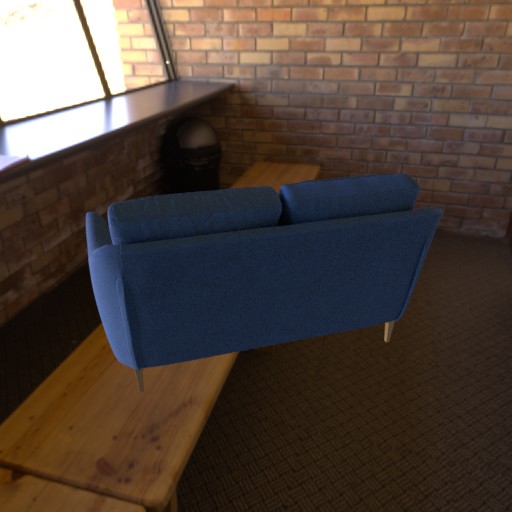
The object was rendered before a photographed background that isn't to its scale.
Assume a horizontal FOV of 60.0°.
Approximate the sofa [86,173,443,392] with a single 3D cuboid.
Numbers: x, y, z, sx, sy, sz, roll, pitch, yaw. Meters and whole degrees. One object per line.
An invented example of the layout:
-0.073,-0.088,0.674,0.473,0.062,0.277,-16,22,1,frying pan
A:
0.000,0.000,2.235,1.619,0.902,0.960,-8,28,-15,sofa
